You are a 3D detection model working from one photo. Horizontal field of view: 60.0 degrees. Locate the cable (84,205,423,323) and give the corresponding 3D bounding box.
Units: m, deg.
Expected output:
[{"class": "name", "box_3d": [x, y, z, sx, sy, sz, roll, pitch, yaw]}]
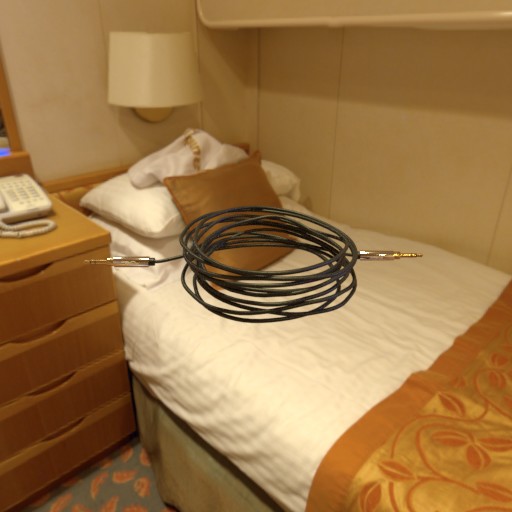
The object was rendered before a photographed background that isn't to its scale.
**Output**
[{"class": "cable", "box_3d": [0.000, 0.000, 0.513, 0.432, 0.069, 0.198, 0, 26, 0]}]
